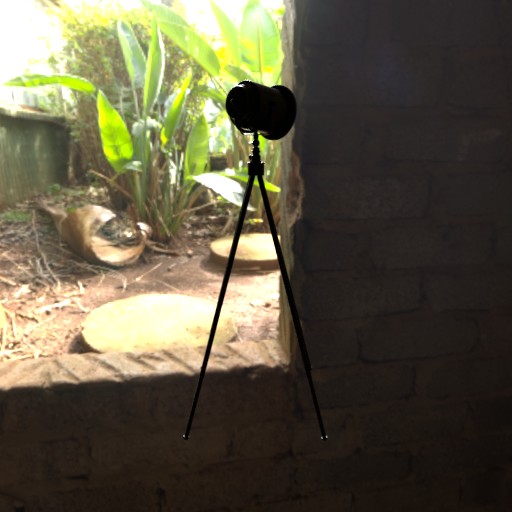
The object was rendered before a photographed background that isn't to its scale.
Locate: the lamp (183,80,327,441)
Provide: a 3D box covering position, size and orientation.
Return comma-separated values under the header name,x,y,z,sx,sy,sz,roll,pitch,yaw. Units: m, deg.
name,x,y,z,sx,sy,sz,roll,pitch,yaw
lamp,0.000,0.000,2.040,0.884,1.504,0.879,-14,20,-43
